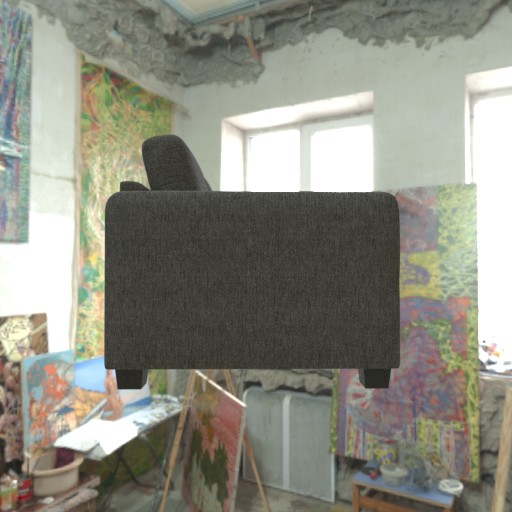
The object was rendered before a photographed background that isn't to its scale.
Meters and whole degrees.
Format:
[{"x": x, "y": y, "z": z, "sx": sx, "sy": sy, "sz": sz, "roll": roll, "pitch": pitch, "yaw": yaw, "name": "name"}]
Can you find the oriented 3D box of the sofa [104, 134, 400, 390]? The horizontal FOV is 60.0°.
[{"x": 0.000, "y": 0.000, "z": 2.017, "sx": 0.900, "sy": 0.800, "sz": 1.520, "roll": 0, "pitch": -1, "yaw": -1, "name": "sofa"}]
